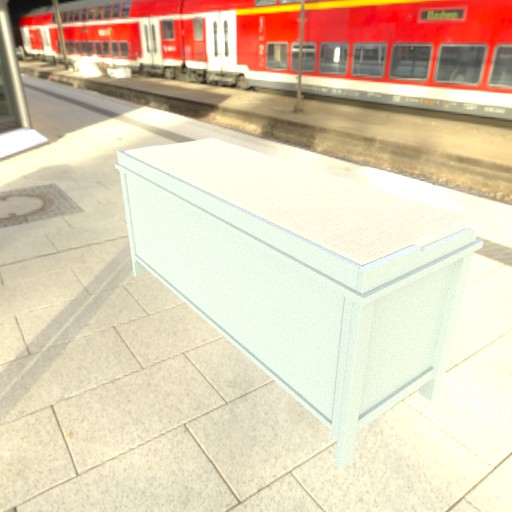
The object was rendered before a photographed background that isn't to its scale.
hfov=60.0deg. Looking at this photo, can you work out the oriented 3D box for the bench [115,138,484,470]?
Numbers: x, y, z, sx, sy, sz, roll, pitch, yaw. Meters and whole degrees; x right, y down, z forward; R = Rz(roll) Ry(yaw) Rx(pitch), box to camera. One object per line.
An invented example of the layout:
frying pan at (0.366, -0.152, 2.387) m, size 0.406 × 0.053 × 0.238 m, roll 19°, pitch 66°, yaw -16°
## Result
bench at (0.000, 0.000, 1.368) m, size 0.398 × 0.501 × 1.140 m, roll -18°, pitch 32°, yaw -33°
